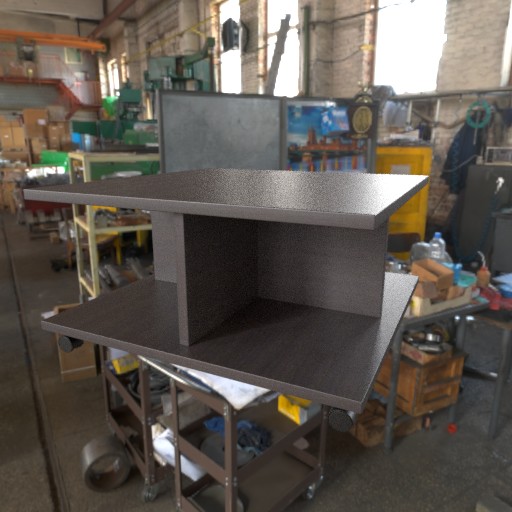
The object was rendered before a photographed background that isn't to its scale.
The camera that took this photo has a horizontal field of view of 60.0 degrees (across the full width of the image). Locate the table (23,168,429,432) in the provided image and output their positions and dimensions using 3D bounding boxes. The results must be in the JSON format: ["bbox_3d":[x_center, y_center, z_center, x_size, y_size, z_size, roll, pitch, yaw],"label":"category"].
[{"bbox_3d":[0.000,0.000,1.189,0.762,0.396,0.762,7,17,25],"label":"table"}]
